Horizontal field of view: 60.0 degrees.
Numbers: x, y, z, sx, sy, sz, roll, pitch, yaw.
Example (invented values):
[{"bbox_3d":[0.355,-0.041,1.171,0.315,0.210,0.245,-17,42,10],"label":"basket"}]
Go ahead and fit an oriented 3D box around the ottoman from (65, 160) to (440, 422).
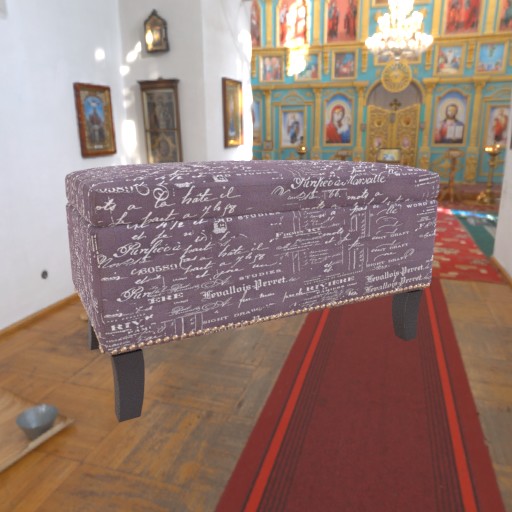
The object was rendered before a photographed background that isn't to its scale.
[{"bbox_3d":[0.000,0.000,1.088,0.813,0.457,0.406,-8,16,-27],"label":"ottoman"}]
